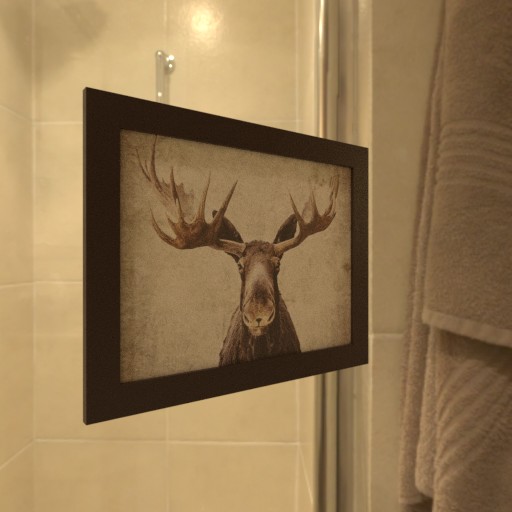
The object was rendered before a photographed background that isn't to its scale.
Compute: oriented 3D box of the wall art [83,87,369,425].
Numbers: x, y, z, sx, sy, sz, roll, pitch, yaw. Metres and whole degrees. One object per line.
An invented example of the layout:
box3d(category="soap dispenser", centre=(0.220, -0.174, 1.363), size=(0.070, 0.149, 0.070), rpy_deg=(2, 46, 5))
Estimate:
box3d(category="wall art", centre=(0.000, 0.000, 1.614), size=(1.207, 0.952, 0.034), rpy_deg=(0, 0, -36))
